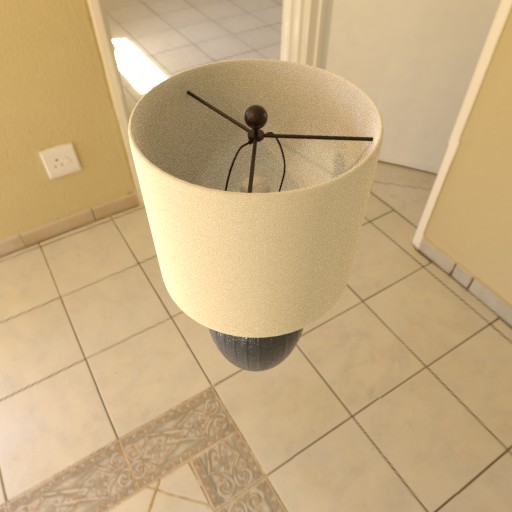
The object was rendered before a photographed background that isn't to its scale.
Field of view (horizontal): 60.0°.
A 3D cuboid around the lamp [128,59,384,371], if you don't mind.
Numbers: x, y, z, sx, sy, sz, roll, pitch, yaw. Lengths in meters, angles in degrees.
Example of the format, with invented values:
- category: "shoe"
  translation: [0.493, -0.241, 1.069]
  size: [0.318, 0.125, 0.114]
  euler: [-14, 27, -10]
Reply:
- category: "lamp"
  translation: [0.000, 0.000, 0.779]
  size: [0.329, 0.570, 0.329]
  euler: [-33, 56, -26]
